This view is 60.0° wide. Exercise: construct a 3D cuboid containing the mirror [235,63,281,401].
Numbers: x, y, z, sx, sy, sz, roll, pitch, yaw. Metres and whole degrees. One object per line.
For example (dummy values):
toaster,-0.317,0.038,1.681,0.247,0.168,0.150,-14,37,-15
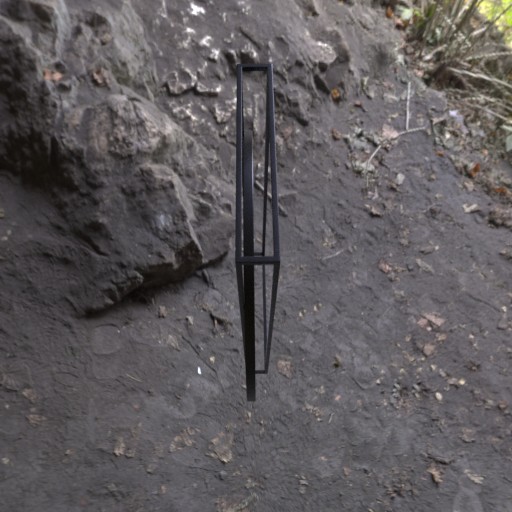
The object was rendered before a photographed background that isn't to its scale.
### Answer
mirror,0.000,0.000,0.833,0.051,0.603,0.508,-1,64,0
